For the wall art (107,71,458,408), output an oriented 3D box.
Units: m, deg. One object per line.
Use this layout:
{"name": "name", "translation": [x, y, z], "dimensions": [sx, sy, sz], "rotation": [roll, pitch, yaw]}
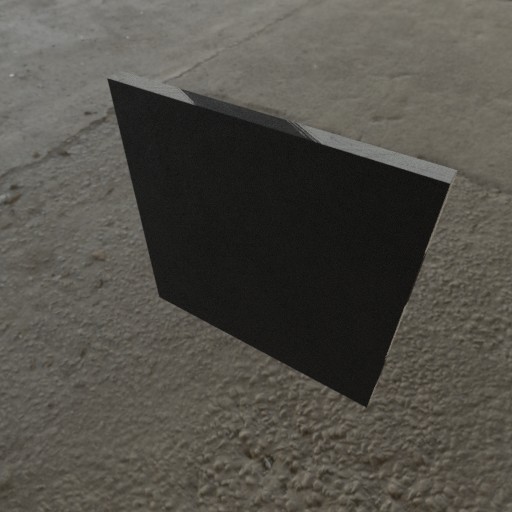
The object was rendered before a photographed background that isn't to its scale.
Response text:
{"name": "wall art", "translation": [0.000, 0.000, 1.137], "dimensions": [0.765, 0.765, 0.046], "rotation": [24, 49, 22]}
